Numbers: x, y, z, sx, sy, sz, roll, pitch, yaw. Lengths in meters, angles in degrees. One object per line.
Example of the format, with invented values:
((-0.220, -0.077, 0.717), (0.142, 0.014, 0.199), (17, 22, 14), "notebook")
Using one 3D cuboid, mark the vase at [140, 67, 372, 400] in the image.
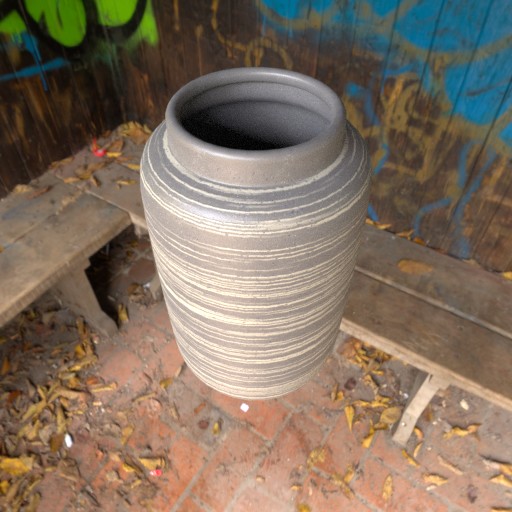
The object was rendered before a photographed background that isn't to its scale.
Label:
((0.000, 0.000, 0.680), (0.297, 0.499, 0.297), (0, 47, 0), "vase")
